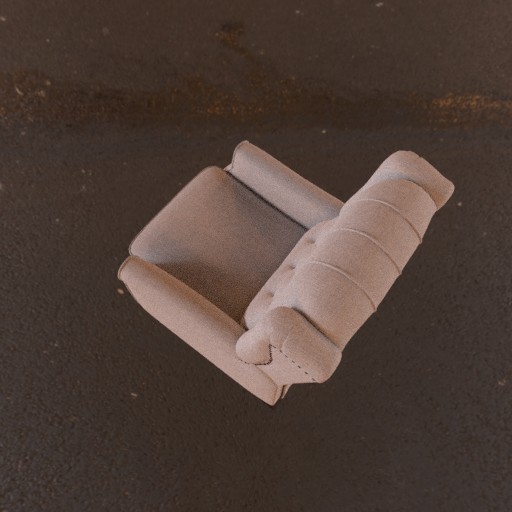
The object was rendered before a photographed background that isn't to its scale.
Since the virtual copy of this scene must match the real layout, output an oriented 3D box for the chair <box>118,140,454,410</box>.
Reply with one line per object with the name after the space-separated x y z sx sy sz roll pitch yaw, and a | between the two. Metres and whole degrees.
0.000 0.000 1.619 0.902 1.035 0.742 34 68 16 | chair
